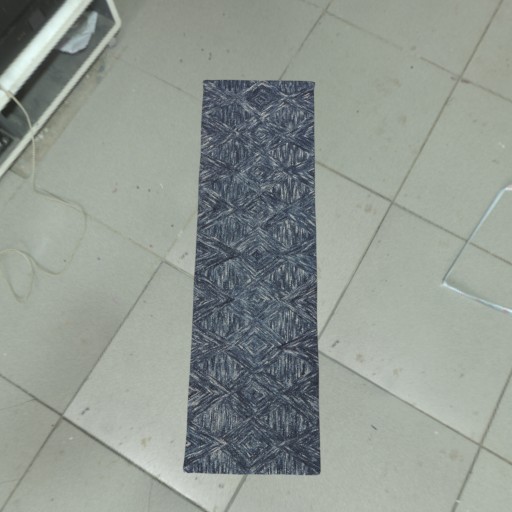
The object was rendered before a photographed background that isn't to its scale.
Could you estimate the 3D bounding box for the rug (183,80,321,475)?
[{"bbox_3d":[0.000,0.000,2.545,0.719,0.013,2.306,1,76,0],"label":"rug"}]
